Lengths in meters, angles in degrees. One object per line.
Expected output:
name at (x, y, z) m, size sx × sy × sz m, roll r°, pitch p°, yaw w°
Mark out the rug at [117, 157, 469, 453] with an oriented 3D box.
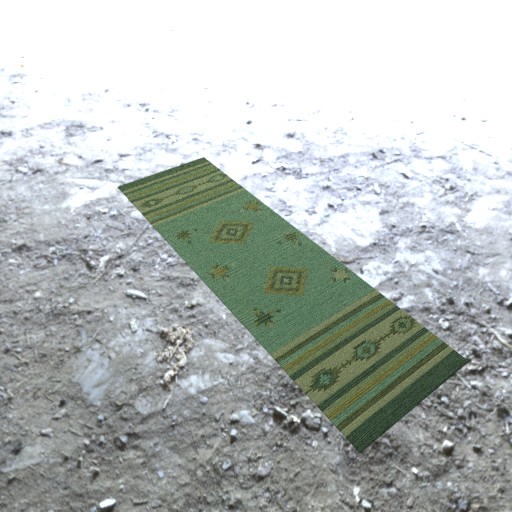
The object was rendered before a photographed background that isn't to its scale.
rug at (0.000, 0.000, 2.698) m, size 0.744 × 0.010 × 2.441 m, roll -26°, pitch 48°, yaw -26°
